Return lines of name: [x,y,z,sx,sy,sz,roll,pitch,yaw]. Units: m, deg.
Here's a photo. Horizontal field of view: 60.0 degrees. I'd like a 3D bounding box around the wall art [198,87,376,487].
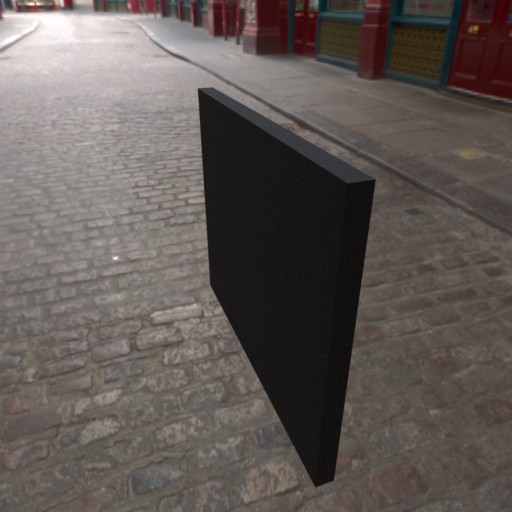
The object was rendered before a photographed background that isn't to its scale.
wall art: [0.000,0.000,0.750,0.031,0.457,0.558,-11,31,-18]
